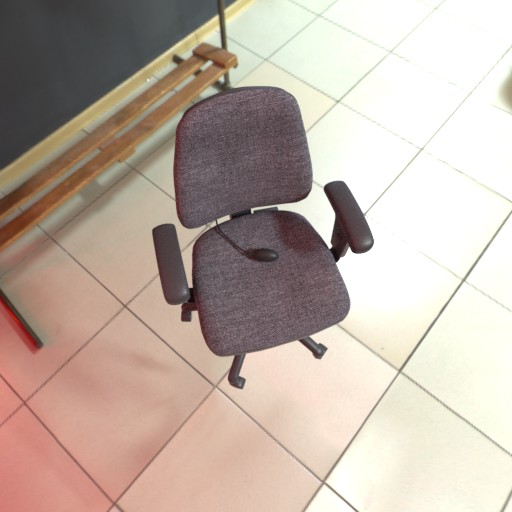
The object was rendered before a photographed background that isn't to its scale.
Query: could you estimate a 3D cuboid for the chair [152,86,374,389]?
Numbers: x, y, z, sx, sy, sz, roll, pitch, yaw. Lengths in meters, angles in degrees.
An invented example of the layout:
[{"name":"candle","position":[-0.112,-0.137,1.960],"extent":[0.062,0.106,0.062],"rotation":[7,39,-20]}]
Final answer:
[{"name":"chair","position":[0.000,0.000,1.259],"extent":[0.550,0.910,0.530],"rotation":[-15,64,-8]}]
